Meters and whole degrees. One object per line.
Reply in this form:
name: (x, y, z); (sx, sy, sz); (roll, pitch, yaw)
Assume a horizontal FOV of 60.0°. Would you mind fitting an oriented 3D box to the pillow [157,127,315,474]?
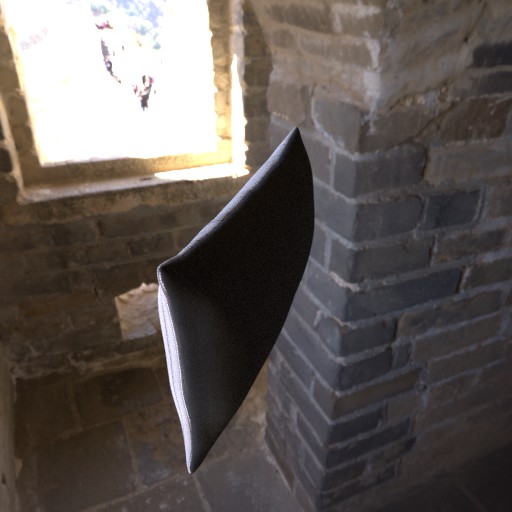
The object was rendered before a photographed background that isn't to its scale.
pillow: (0.000, 0.000, 0.734); (0.151, 0.305, 0.609); (8, 31, 14)
